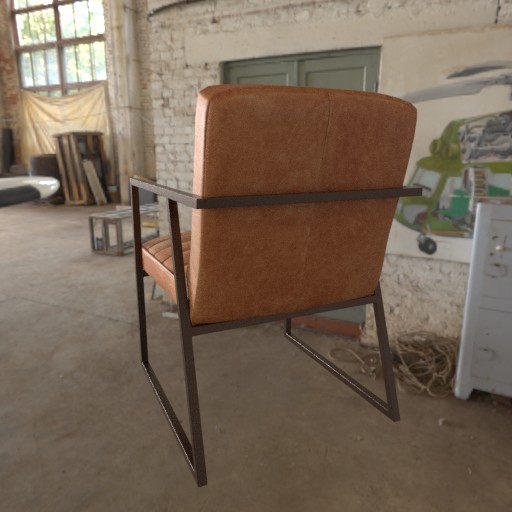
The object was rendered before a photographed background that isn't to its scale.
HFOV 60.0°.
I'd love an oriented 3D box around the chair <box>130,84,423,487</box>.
[{"bbox_3d":[0.000,0.000,1.246,0.571,0.832,0.677,-6,15,-24],"label":"chair"}]
